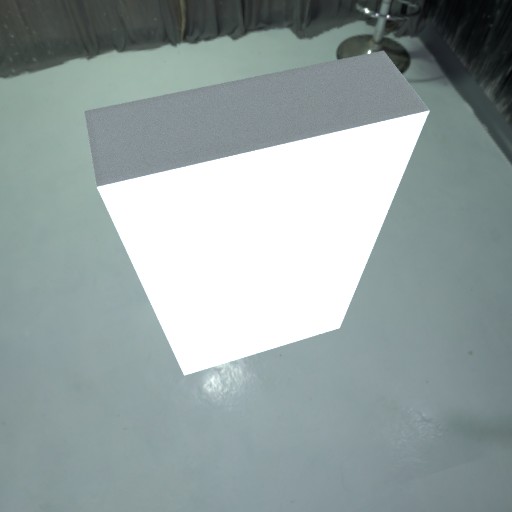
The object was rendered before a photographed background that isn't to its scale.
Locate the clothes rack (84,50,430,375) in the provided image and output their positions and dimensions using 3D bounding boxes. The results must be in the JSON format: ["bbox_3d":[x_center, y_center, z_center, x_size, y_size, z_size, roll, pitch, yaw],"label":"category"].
[{"bbox_3d":[0.000,0.000,1.556,0.750,1.280,0.250,-15,60,-9],"label":"clothes rack"}]
